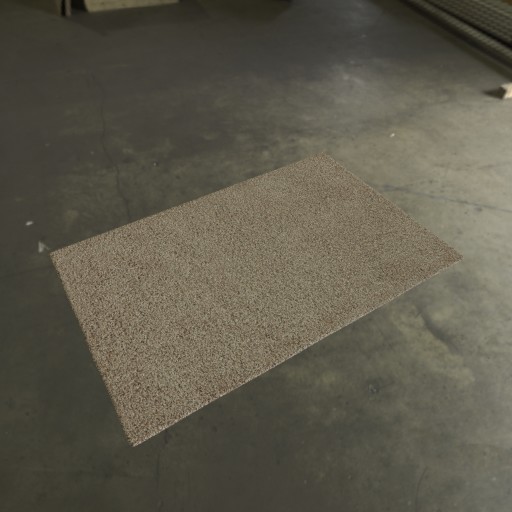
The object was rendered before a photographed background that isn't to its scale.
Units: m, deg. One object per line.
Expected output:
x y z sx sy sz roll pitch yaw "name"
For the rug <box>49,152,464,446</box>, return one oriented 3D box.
0.000 0.000 3.478 2.743 0.030 1.778 -24 50 -22 "rug"
